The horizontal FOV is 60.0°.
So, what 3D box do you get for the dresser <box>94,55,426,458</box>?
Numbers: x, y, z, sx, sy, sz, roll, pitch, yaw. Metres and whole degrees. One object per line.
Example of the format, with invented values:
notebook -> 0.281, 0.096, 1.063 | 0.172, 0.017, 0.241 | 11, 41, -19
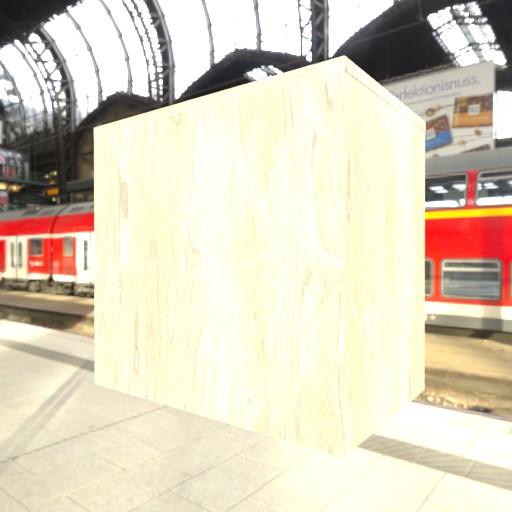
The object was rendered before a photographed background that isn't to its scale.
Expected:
dresser -> 0.000, 0.000, 1.292 | 0.809, 0.762, 0.529 | 0, 0, 37
